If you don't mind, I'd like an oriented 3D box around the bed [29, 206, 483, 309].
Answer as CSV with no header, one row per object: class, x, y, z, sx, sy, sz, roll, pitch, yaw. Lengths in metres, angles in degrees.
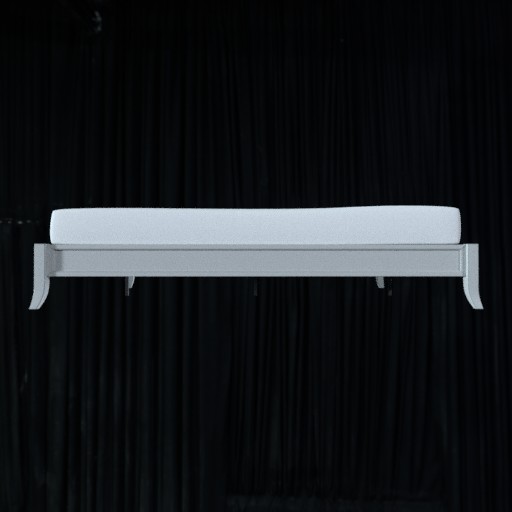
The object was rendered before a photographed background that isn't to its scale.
bed,0.000,0.000,2.859,2.108,0.510,1.604,0,-1,0
